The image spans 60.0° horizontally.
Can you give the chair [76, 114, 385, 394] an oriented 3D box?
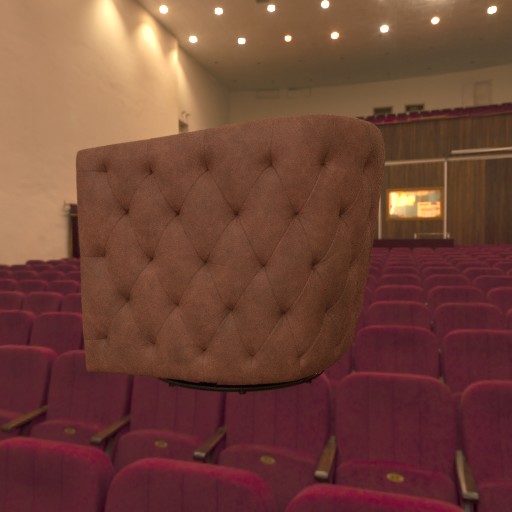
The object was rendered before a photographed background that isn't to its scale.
[{"bbox_3d":[0.000,0.000,1.563,0.870,0.790,0.850,0,1,18],"label":"chair"}]
